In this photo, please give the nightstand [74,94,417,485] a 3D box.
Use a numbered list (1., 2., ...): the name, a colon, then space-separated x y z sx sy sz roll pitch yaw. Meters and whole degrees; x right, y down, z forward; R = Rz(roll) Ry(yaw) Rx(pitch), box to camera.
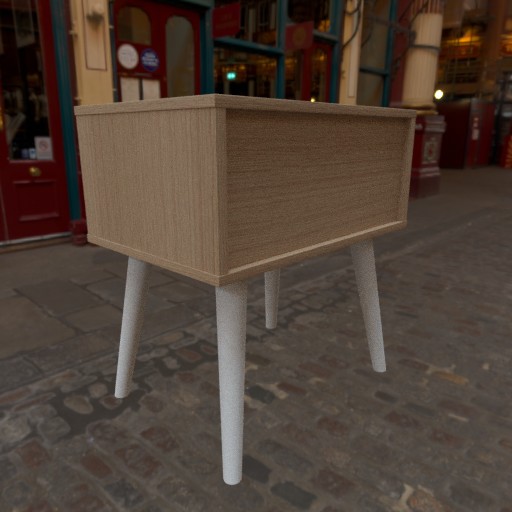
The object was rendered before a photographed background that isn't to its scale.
1. nightstand: 0.000 0.000 0.965 0.407 0.610 0.571 14 21 42
